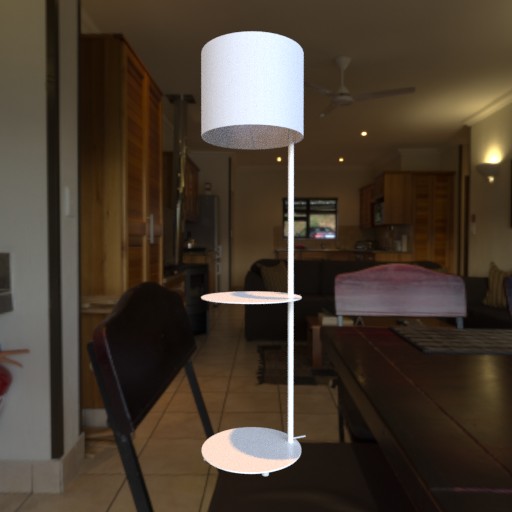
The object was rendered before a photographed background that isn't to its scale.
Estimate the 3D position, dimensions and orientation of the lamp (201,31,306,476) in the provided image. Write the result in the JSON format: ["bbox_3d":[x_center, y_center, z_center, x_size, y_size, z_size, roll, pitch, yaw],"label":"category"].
[{"bbox_3d":[0.000,0.000,1.642,0.405,1.465,0.372,0,1,-18],"label":"lamp"}]
